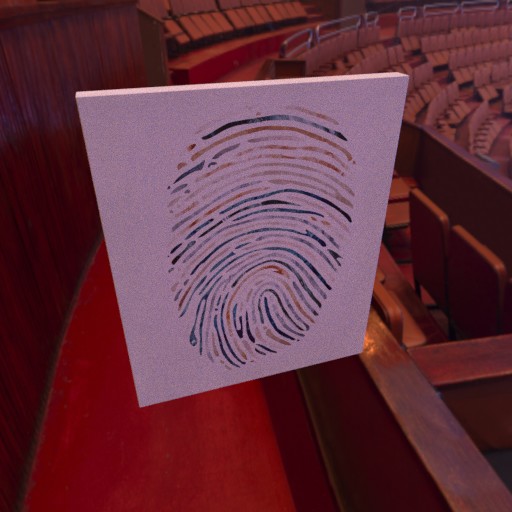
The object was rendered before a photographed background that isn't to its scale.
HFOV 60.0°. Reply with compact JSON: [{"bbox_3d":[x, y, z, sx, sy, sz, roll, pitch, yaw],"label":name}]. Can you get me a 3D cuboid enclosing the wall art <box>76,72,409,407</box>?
[{"bbox_3d":[0.000,0.000,0.820,0.508,0.606,0.037,-10,33,-15],"label":"wall art"}]
